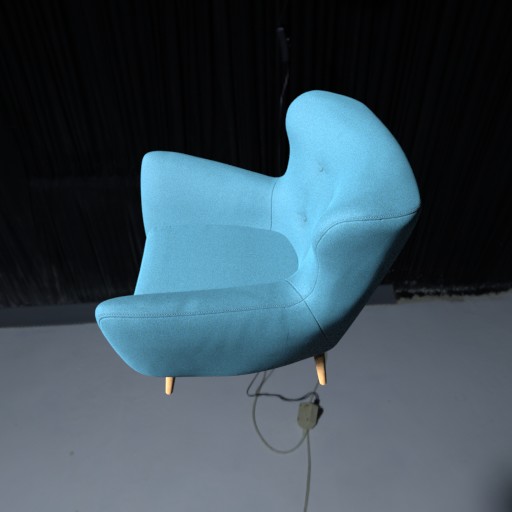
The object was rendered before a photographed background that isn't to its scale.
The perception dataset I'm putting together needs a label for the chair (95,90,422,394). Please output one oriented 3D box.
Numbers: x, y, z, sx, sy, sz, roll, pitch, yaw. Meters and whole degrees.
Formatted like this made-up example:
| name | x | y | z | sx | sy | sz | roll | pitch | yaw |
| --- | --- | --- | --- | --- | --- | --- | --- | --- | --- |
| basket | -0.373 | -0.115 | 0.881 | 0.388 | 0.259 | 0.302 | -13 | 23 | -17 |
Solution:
| name | x | y | z | sx | sy | sz | roll | pitch | yaw |
| --- | --- | --- | --- | --- | --- | --- | --- | --- | --- |
| chair | 0.000 | 0.000 | 1.559 | 0.889 | 0.889 | 0.890 | -2 | 41 | -2 |
